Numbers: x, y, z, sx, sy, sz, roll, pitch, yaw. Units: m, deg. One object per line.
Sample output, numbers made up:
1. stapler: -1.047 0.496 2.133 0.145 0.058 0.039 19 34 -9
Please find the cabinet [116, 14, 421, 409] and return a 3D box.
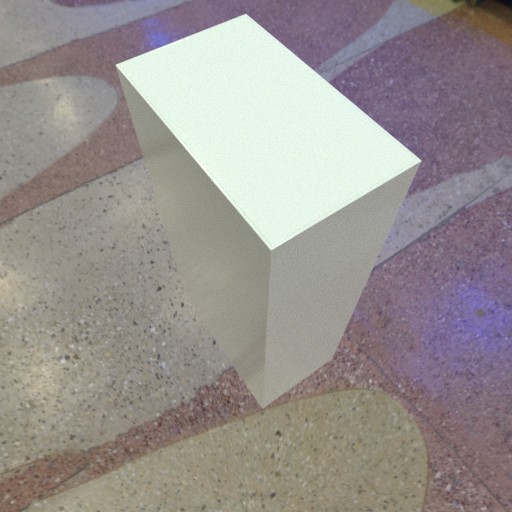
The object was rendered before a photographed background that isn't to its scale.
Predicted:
1. cabinet: 0.000 0.000 2.325 0.580 1.920 0.980 -31 63 -17
